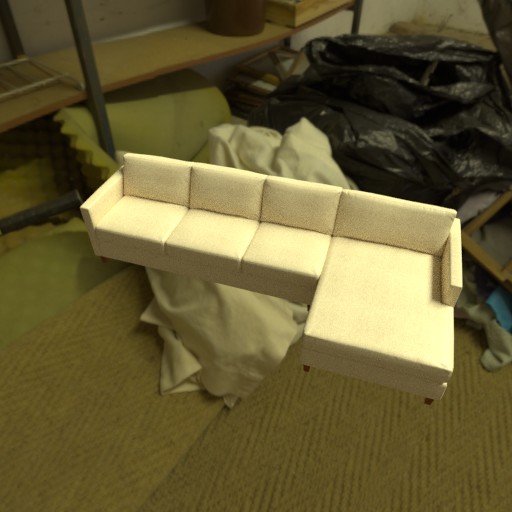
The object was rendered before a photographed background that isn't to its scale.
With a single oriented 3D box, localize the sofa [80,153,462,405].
[{"bbox_3d":[0.000,0.000,4.093,3.471,0.954,1.603,12,43,13],"label":"sofa"}]
